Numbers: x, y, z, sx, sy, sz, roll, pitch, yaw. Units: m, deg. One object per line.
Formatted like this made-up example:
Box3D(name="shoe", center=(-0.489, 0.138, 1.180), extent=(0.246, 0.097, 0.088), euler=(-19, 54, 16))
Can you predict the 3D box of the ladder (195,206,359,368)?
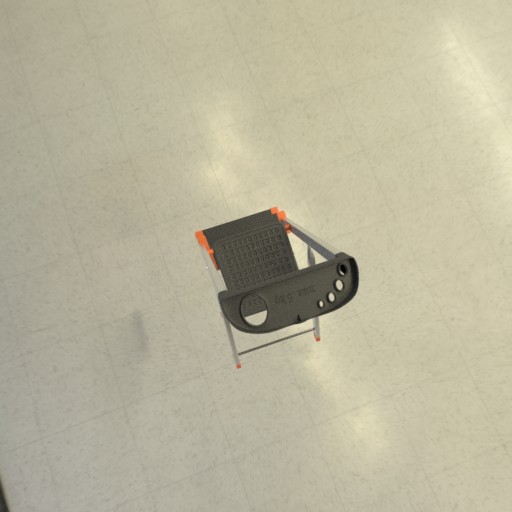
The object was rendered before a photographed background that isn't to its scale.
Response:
Box3D(name="ladder", center=(0.000, 0.000, 1.543), extent=(0.416, 1.229, 0.686), euler=(-18, 77, -4))
